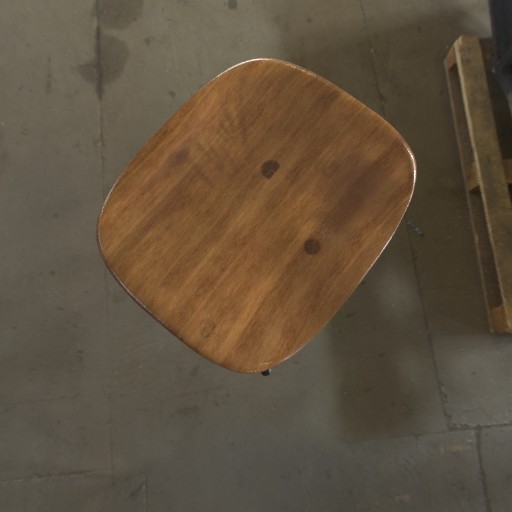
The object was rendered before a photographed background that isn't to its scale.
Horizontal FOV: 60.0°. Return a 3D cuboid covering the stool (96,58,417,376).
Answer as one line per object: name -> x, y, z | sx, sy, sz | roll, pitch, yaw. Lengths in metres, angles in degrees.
stool -> 0.000, 0.000, 0.955 | 0.424, 0.694, 0.432 | 38, 79, 9
